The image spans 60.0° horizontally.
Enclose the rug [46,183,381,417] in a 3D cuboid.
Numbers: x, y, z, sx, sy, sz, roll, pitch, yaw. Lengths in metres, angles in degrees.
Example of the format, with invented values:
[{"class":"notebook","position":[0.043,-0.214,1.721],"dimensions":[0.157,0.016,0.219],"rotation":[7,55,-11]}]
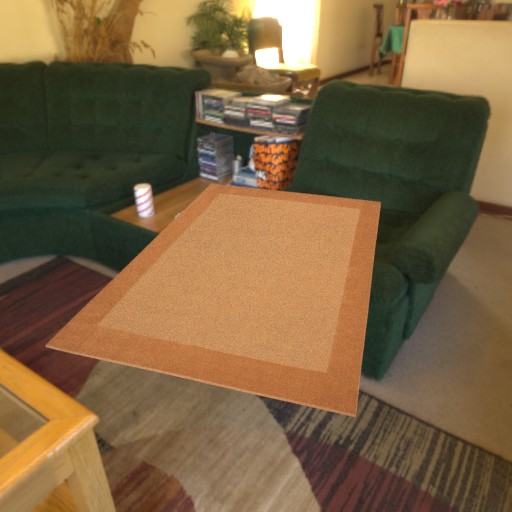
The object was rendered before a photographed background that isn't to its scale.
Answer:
[{"class":"rug","position":[0.000,0.000,2.372],"dimensions":[1.219,0.014,1.829],"rotation":[8,31,14]}]
